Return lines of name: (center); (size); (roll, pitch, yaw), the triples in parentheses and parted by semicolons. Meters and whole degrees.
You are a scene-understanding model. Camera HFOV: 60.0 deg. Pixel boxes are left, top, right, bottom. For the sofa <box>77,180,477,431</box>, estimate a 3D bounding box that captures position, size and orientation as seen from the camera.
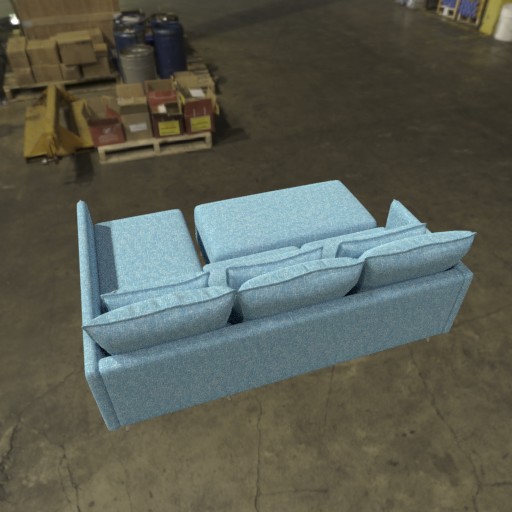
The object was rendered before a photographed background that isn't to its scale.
sofa: (0.000, 0.000, 2.772); (2.034, 0.899, 1.420); (-12, 42, -14)
